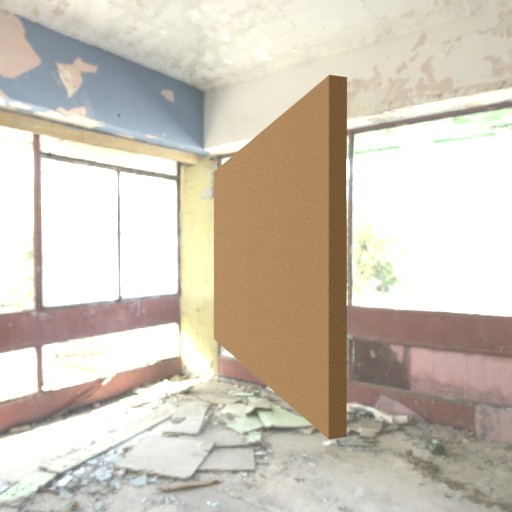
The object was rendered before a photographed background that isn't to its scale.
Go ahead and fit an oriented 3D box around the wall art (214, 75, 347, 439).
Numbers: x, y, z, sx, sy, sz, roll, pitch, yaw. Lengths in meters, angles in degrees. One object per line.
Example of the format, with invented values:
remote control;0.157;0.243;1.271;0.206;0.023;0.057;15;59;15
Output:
wall art;0.000;0.000;1.180;0.033;0.608;0.915;0;0;-18
